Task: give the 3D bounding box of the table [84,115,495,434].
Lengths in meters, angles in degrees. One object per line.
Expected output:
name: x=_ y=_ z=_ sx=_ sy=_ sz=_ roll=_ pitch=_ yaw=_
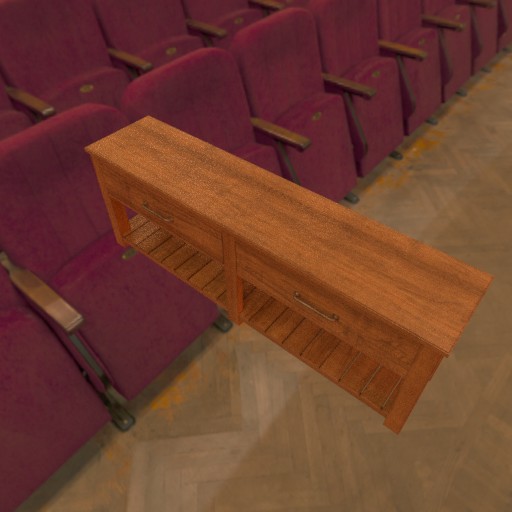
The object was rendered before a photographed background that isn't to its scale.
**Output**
table: x=0.000 y=0.000 z=2.064 sx=1.815 sy=0.635 sz=0.425 roll=30 pitch=53 yaw=26
